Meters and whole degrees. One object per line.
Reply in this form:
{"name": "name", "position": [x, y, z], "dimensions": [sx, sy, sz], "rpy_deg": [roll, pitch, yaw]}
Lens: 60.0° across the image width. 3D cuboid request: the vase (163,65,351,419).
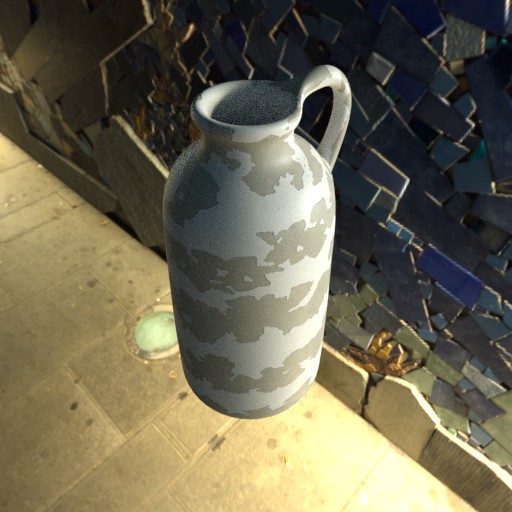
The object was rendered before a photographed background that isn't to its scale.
{"name": "vase", "position": [0.000, 0.000, 0.482], "dimensions": [0.203, 0.382, 0.186], "rpy_deg": [-22, 48, -21]}
